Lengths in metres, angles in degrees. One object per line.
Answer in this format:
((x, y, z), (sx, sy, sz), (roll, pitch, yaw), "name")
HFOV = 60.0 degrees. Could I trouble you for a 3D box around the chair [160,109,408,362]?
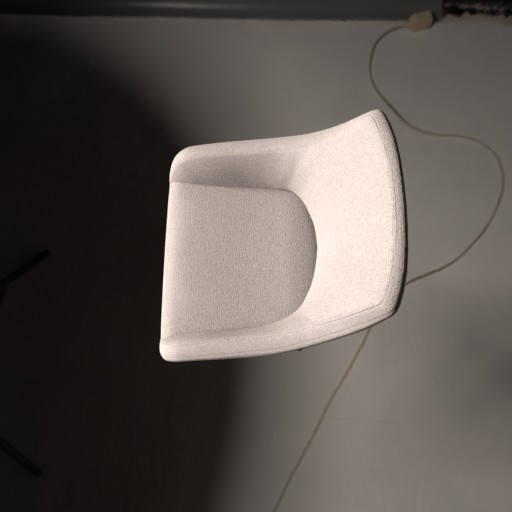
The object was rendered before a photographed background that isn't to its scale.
((0.000, 0.000, 1.300), (0.600, 0.889, 0.609), (0, 76, 0), "chair")
